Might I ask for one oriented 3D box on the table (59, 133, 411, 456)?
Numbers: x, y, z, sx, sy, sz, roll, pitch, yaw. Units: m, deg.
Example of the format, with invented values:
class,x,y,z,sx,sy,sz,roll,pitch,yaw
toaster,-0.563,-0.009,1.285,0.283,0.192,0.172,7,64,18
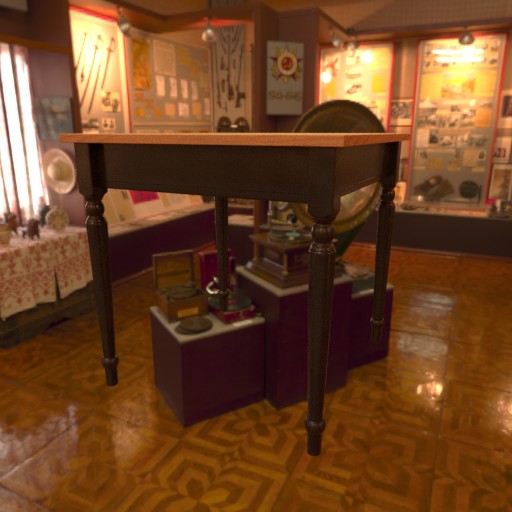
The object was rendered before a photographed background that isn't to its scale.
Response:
class,x,y,z,sx,sy,sz,roll,pitch,yaw
table,0.000,0.000,1.385,0.747,0.738,0.747,8,18,26
